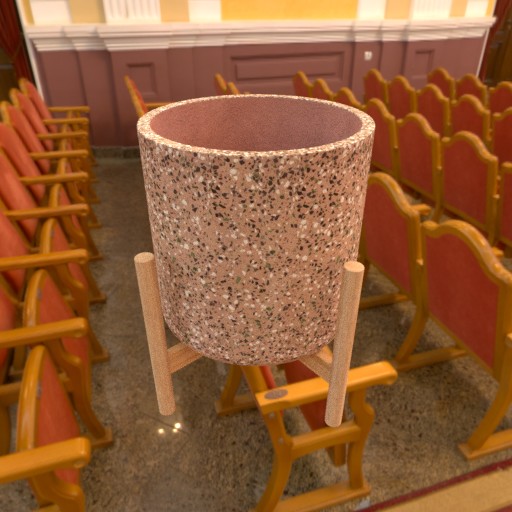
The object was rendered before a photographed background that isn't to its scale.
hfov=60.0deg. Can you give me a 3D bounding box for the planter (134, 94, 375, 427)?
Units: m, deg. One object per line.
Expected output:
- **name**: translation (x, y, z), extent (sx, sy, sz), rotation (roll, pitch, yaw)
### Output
- **planter**: translation (0.000, 0.000, 0.686), extent (0.360, 0.419, 0.360), rotation (-9, 32, -15)
